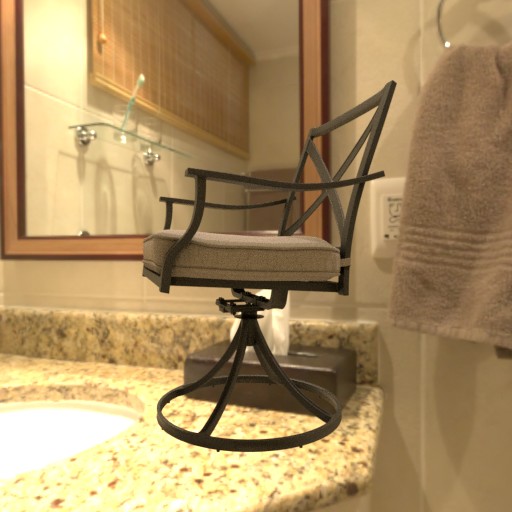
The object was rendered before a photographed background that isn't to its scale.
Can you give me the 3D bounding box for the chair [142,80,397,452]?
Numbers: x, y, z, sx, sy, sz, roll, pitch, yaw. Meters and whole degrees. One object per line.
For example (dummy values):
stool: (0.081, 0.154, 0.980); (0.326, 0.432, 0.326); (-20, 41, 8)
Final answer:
chair: (0.000, 0.000, 1.263); (0.620, 0.889, 0.575); (0, 1, -18)
